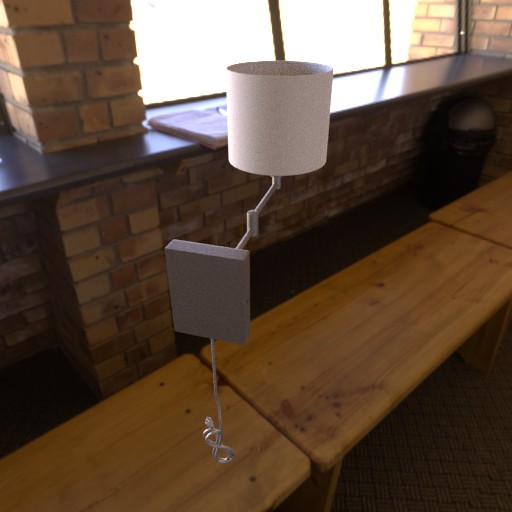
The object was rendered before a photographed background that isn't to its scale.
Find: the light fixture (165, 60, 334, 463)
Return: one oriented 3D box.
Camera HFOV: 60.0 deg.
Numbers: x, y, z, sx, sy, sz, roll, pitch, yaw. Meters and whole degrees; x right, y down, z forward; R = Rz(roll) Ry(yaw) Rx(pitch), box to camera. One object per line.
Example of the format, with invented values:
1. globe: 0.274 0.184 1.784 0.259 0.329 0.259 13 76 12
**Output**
1. light fixture: 0.000 0.000 0.876 0.203 0.651 0.516 9 32 14
